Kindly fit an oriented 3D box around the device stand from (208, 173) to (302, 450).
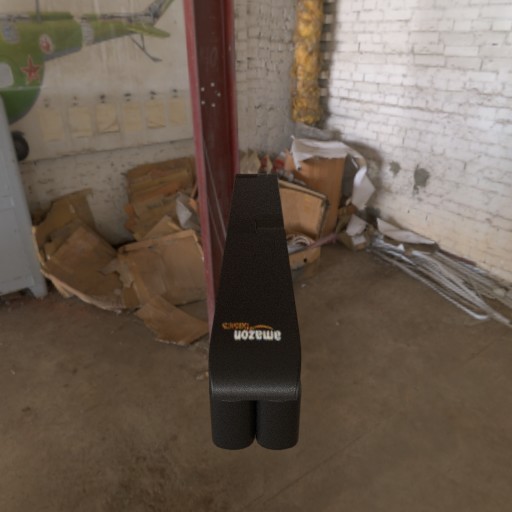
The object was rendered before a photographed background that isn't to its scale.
[{"bbox_3d":[0.000,0.000,0.192,0.026,0.030,0.179,0,27,0],"label":"device stand"}]
